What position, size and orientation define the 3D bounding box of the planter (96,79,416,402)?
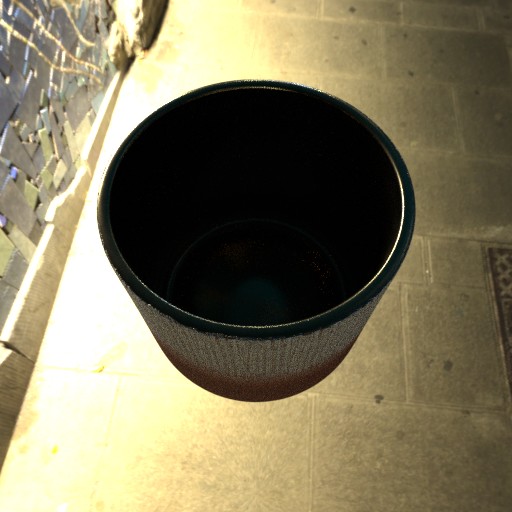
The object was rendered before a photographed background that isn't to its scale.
[{"bbox_3d":[0.000,0.000,0.391,0.221,0.201,0.221,0,62,0],"label":"planter"}]
